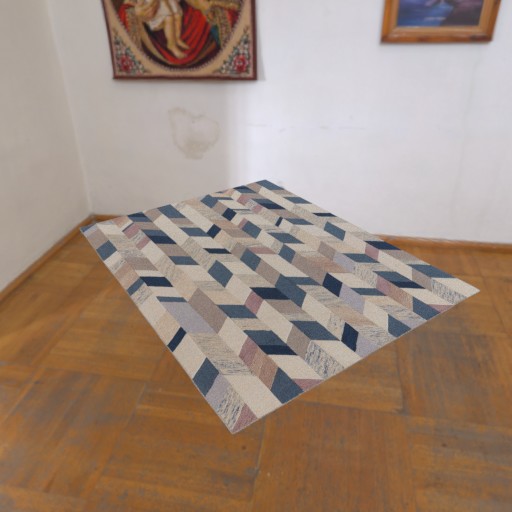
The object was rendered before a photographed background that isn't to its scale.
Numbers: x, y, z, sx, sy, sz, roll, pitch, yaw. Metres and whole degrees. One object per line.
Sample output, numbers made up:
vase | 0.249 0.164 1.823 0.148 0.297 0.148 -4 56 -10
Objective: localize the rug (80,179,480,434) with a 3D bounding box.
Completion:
rug | 0.000 0.000 4.187 2.451 0.011 3.072 -20 36 -29
